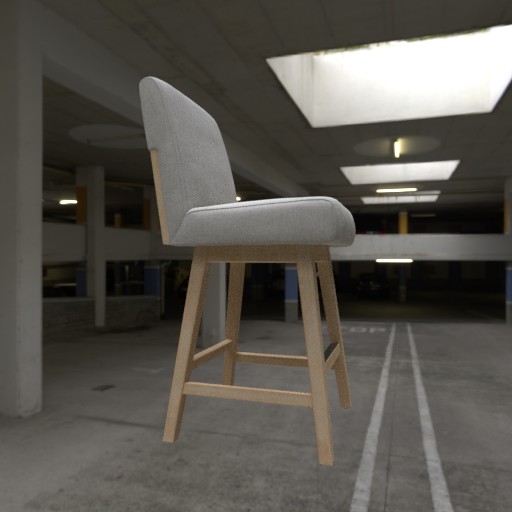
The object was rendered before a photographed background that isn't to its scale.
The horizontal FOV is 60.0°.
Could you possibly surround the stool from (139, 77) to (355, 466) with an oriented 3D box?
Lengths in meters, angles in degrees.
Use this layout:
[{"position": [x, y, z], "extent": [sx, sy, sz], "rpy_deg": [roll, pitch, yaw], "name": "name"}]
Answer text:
[{"position": [0.000, 0.000, 1.448], "extent": [0.606, 1.085, 0.507], "rpy_deg": [0, 0, 18], "name": "stool"}]
